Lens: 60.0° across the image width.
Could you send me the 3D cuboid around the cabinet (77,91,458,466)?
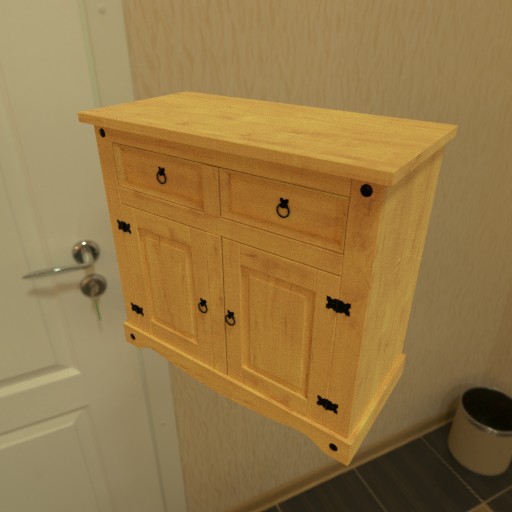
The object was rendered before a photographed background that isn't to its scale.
[{"bbox_3d":[0.000,0.000,1.386,0.920,0.840,0.450,19,34,30],"label":"cabinet"}]
